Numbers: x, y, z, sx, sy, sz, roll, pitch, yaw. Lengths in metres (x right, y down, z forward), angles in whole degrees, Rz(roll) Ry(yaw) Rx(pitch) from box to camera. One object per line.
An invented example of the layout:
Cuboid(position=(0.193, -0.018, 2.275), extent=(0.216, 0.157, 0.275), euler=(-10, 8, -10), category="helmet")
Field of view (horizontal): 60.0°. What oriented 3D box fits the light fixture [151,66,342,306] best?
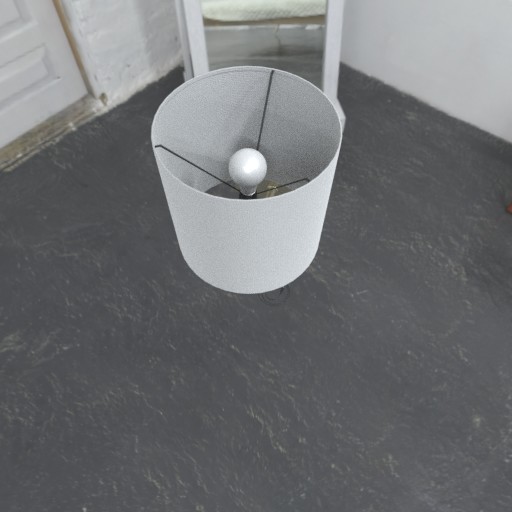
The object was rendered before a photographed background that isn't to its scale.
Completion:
Cuboid(position=(0.000, 0.000, 0.704), extent=(0.188, 0.589, 0.248), euler=(15, 60, 9), category="light fixture")
